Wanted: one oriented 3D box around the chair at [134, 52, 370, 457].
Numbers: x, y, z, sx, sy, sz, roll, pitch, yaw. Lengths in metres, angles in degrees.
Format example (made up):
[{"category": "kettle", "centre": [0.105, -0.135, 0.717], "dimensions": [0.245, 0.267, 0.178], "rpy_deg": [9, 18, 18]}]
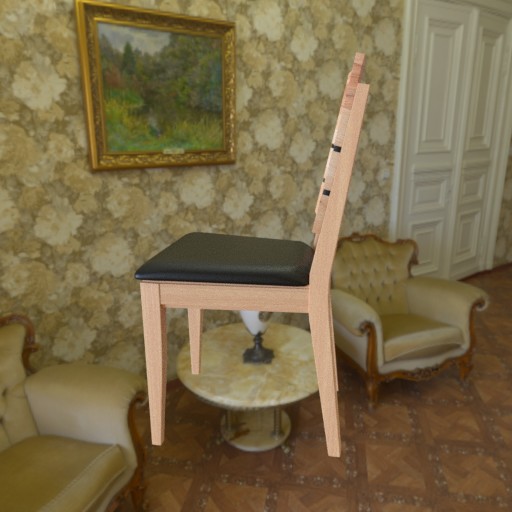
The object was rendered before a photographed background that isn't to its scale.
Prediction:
[{"category": "chair", "centre": [0.000, 0.000, 1.183], "dimensions": [0.520, 0.940, 0.410], "rpy_deg": [2, 15, 8]}]
